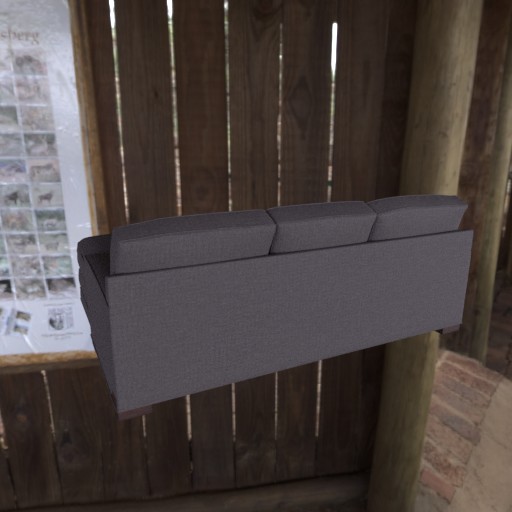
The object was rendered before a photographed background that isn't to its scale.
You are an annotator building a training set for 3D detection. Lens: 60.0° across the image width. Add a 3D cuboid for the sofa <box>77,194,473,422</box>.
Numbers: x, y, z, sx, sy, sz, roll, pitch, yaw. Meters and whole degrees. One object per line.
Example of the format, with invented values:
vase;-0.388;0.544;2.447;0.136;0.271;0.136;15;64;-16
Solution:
sofa;0.000;0.000;3.265;2.370;0.973;1.790;-7;16;-26
